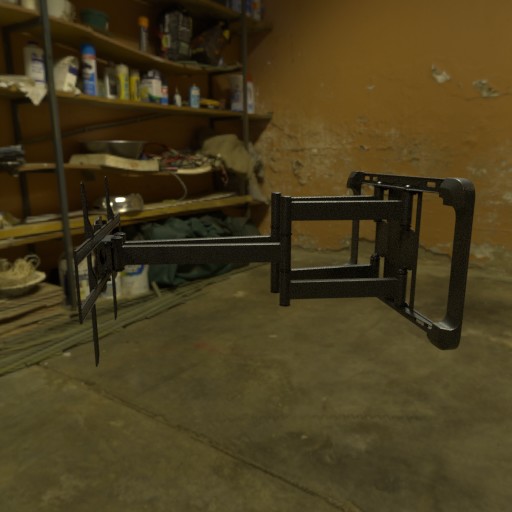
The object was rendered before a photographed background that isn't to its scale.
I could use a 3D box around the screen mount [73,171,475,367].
[{"bbox_3d":[0.000,0.000,1.340,0.905,0.483,0.725,-2,13,-9],"label":"screen mount"}]
